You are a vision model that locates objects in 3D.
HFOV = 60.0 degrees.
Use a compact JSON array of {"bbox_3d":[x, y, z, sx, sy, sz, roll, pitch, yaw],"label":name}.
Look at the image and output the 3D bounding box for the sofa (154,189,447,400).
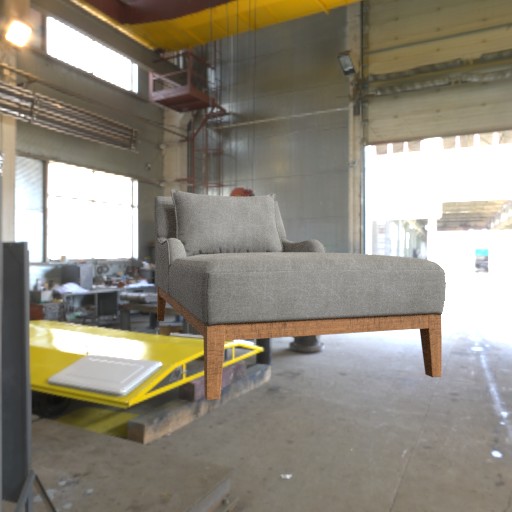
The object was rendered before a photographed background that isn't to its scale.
[{"bbox_3d":[0.000,0.000,2.282,0.894,0.859,1.779,0,0,-18],"label":"sofa"}]
